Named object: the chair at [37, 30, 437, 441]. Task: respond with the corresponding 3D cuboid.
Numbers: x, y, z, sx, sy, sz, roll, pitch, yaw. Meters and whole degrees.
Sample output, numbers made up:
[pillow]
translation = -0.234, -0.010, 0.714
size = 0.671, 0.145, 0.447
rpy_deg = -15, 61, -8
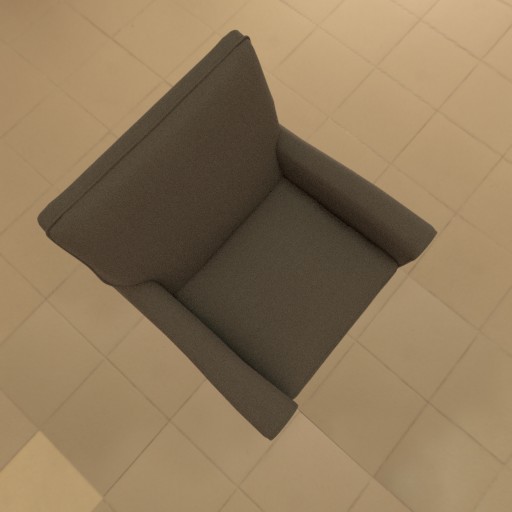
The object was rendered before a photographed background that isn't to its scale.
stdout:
[chair]
translation = 0.000, 0.000, 1.550
size = 0.831, 0.911, 0.836
rpy_deg = 40, 79, 10
